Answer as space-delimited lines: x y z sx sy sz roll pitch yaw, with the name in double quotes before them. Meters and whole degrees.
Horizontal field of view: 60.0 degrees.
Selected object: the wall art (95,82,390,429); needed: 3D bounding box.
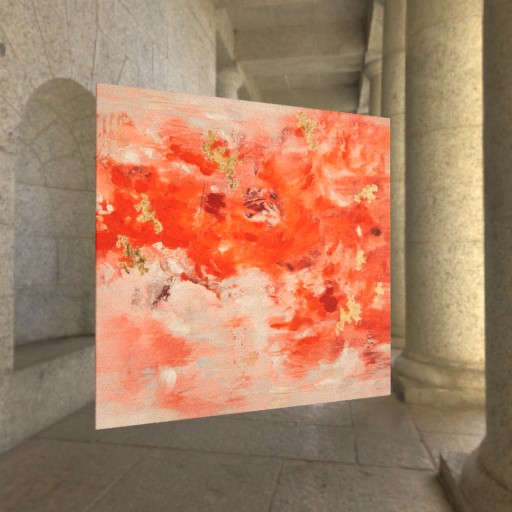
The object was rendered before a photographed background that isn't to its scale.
"wall art" 0.000 0.000 1.289 0.878 0.878 0.066 0 0 -19
